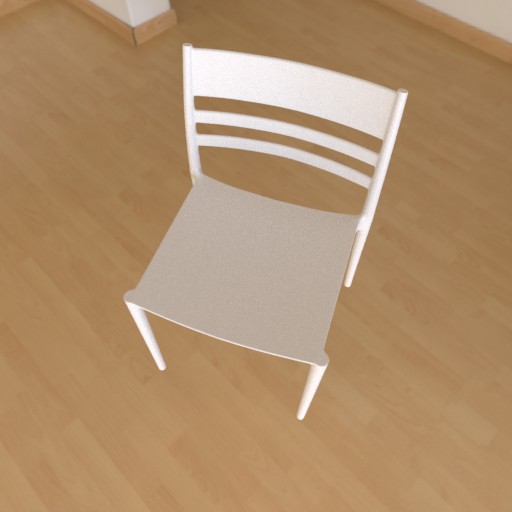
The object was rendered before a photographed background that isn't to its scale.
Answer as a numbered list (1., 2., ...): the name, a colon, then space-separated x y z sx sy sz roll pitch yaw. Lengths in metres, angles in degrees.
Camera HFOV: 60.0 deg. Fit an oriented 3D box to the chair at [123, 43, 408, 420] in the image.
1. chair: 0.000 0.000 1.120 0.531 0.800 0.511 16 60 10
